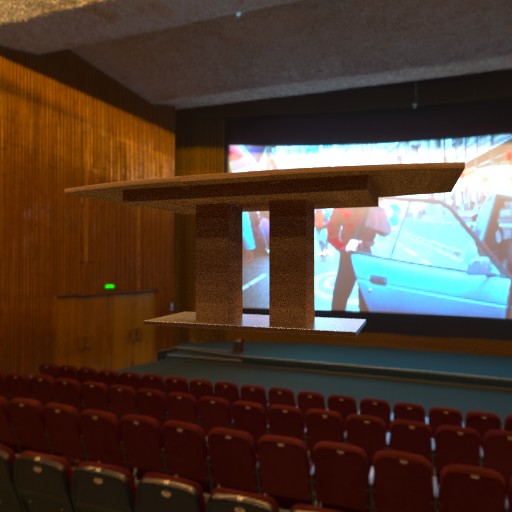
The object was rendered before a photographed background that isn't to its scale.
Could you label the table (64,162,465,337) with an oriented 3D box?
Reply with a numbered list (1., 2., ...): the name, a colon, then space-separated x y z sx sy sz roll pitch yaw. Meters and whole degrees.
1. table: 0.000 0.000 2.446 2.032 0.750 0.900 0 -1 19
